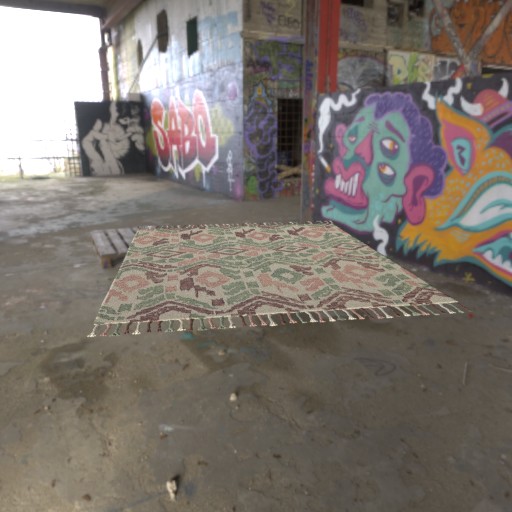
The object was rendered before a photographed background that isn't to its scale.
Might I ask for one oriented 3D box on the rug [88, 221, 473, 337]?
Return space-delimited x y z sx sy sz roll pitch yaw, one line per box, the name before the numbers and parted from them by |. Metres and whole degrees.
rug | 0.000 0.000 4.093 2.438 0.010 3.048 -2 16 -8
